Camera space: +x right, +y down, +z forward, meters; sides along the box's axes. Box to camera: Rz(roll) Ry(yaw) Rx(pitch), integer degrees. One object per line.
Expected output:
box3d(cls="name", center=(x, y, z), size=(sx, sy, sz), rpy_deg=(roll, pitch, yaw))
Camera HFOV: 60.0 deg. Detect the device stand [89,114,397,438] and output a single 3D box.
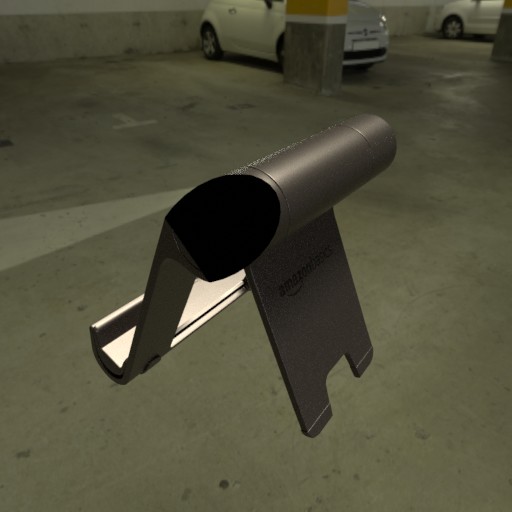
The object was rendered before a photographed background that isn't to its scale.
box3d(cls="device stand", center=(0.000, 0.000, 0.151), size=(0.079, 0.084, 0.088), rpy_deg=(21, 36, 31))
